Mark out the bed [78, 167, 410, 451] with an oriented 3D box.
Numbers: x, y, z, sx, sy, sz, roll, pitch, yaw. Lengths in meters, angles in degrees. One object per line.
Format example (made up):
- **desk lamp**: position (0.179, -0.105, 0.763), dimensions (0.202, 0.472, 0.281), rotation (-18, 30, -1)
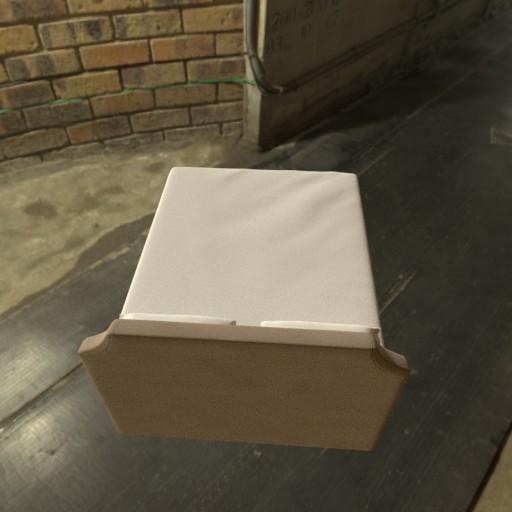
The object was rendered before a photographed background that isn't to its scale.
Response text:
- **bed**: position (0.000, 0.000, 3.555), dimensions (1.977, 1.293, 2.498), rotation (3, 46, 3)
